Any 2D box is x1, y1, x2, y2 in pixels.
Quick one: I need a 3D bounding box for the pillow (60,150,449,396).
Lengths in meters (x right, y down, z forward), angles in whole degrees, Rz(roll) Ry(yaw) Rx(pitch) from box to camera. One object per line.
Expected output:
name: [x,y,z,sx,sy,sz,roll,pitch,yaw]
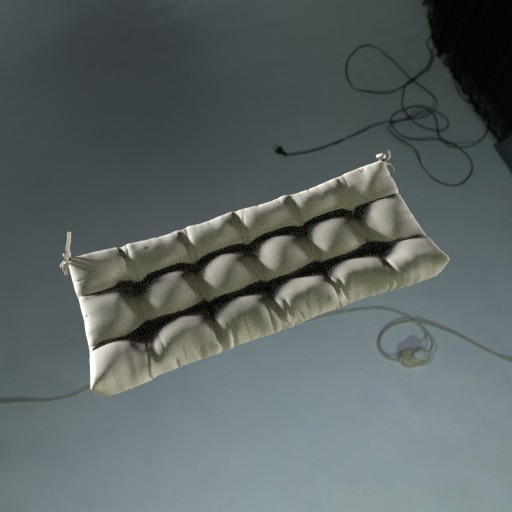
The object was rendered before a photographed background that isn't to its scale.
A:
pillow: [0.000,0.000,1.412,1.194,0.174,0.511,-19,64,-9]
